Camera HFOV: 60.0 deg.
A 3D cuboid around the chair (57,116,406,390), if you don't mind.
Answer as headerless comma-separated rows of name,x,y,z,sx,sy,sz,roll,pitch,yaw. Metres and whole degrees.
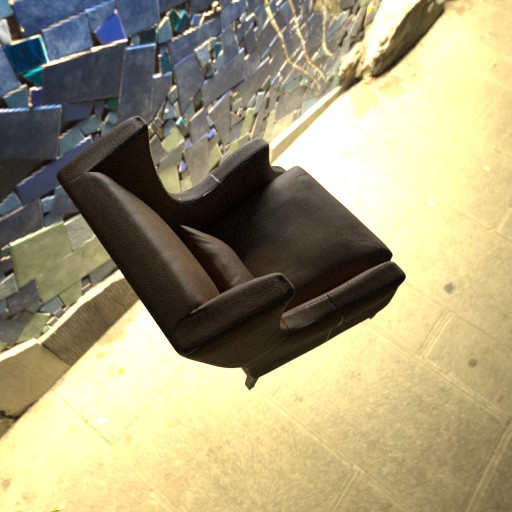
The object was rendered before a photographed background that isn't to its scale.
chair,0.000,0.000,1.661,0.925,1.016,0.852,-33,65,-18
